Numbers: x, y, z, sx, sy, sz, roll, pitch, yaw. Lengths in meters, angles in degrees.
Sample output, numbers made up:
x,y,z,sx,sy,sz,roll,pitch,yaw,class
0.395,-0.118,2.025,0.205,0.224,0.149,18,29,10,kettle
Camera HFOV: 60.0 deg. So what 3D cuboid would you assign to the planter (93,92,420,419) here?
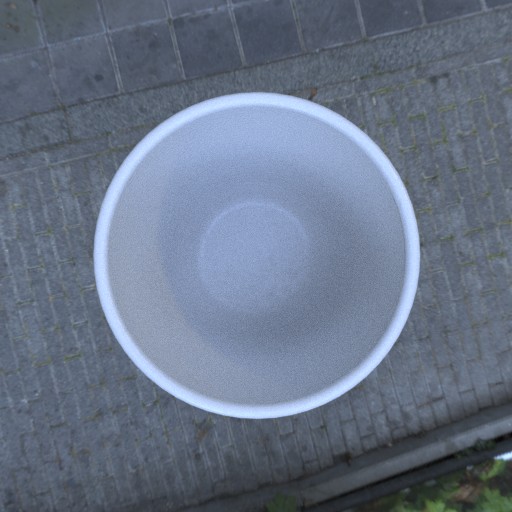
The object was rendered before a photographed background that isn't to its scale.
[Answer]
x,y,z,sx,sy,sz,roll,pitch,yaw,class
0.000,0.000,0.304,0.170,0.152,0.170,0,90,-1,planter
